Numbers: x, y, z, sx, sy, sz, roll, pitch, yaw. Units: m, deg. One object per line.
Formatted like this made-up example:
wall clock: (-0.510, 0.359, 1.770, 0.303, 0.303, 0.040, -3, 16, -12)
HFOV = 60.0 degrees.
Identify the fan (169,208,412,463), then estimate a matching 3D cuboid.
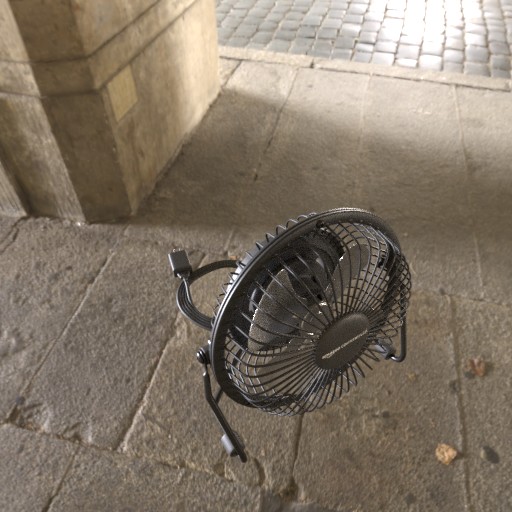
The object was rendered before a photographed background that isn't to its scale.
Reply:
fan: (0.000, 0.000, 0.309, 0.153, 0.152, 0.202, -24, 52, -21)
